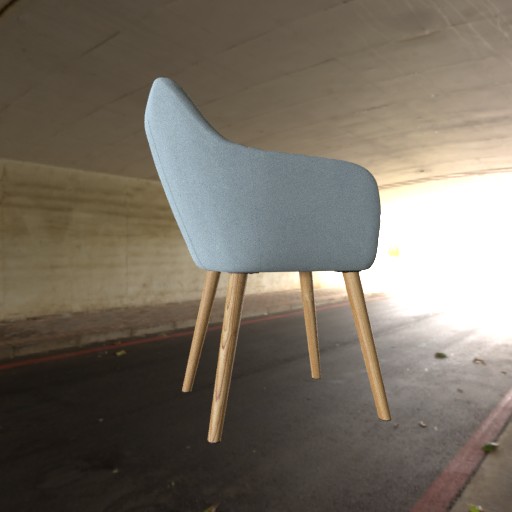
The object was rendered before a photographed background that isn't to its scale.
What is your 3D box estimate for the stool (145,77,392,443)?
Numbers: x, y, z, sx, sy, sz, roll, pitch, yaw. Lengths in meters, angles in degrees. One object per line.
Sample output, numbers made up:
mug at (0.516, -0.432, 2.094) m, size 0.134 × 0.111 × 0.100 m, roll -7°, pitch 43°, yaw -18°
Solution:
stool at (0.000, 0.000, 1.233) m, size 0.590 × 0.830 × 0.503 m, roll 0°, pitch 0°, yaw -18°
